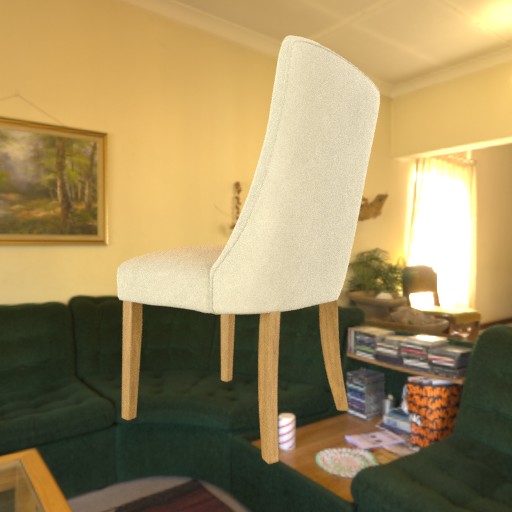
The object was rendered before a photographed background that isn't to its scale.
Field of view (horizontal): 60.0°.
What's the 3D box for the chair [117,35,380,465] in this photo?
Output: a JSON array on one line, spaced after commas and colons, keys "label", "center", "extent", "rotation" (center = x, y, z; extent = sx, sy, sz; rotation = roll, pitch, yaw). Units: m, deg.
[{"label": "chair", "center": [0.000, 0.000, 1.219], "extent": [0.610, 0.902, 0.495], "rotation": [1, 1, 35]}]
